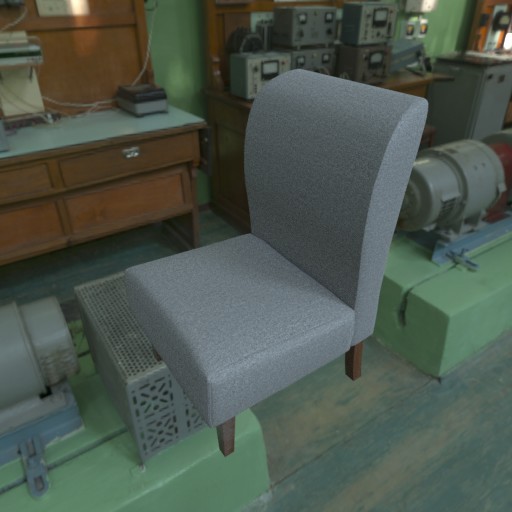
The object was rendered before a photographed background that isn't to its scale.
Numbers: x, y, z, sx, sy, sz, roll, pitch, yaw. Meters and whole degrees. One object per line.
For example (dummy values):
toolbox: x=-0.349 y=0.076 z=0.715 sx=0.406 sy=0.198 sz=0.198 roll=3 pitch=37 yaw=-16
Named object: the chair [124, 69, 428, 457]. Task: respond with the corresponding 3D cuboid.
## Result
chair: x=0.000 y=0.000 z=1.155 sx=0.592 sy=0.804 sz=0.513 roll=-21 pitch=38 yaw=-29
